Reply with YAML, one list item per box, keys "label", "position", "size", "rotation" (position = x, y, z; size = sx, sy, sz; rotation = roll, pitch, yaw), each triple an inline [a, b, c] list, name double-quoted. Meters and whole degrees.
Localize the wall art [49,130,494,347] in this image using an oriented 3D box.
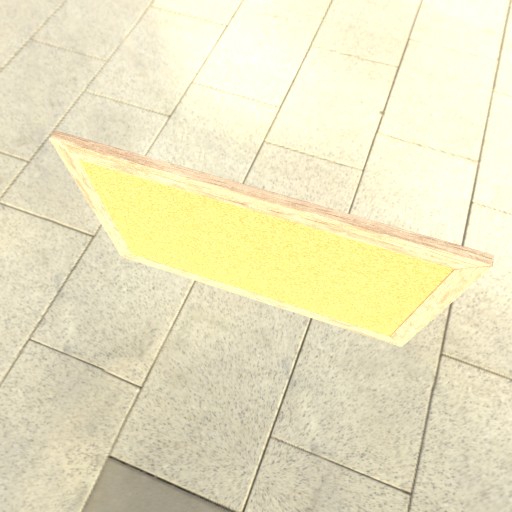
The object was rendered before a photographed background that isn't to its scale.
- label: "wall art"
  position: [0.000, 0.000, 0.958]
  size: [0.780, 0.480, 0.021]
  rotation: [17, 65, 8]
